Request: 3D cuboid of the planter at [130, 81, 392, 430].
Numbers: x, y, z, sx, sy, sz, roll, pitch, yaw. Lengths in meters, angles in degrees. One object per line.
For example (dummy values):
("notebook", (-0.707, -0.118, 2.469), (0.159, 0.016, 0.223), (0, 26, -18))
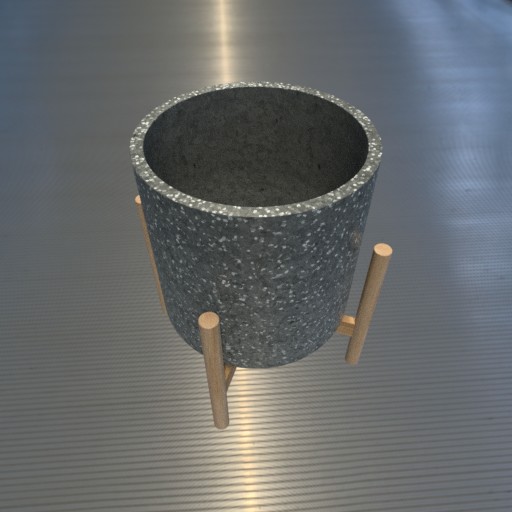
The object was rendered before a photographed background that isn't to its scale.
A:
("planter", (0.000, 0.000, 0.690), (0.360, 0.419, 0.360), (31, 53, 27))
